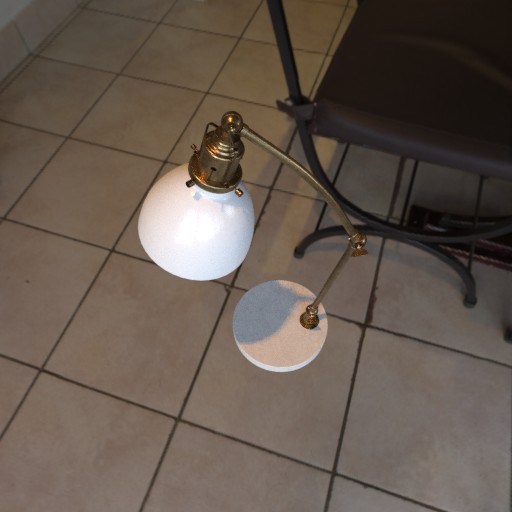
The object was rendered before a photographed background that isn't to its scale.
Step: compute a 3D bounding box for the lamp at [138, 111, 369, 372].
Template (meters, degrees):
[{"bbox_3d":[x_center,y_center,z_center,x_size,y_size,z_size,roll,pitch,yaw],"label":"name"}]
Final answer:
[{"bbox_3d":[0.000,0.000,0.668,0.317,0.522,0.186,0,57,0],"label":"lamp"}]
